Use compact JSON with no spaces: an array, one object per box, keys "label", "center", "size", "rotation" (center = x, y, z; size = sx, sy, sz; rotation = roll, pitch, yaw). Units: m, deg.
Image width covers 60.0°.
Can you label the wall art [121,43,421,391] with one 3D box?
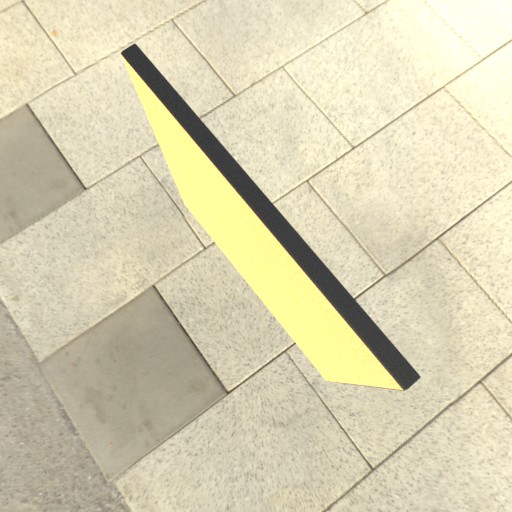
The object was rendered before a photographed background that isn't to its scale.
[{"label":"wall art","center":[0.000,0.000,0.662],"size":[0.022,0.453,0.456],"rotation":[-37,78,-9]}]
